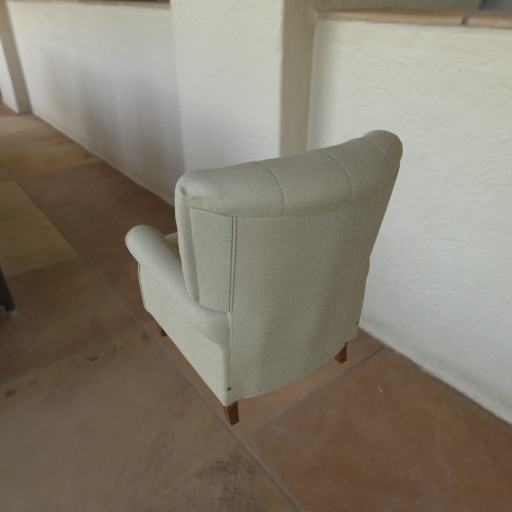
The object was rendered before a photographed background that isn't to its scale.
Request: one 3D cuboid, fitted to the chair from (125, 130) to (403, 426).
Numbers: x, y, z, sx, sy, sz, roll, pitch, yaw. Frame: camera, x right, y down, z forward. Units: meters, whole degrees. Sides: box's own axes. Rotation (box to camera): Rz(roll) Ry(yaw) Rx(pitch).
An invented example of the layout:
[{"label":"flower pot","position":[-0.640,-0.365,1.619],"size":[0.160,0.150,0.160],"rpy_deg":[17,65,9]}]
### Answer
[{"label":"chair","position":[0.000,0.000,1.971],"size":[0.943,1.158,1.059],"rpy_deg":[-19,36,-29]}]
